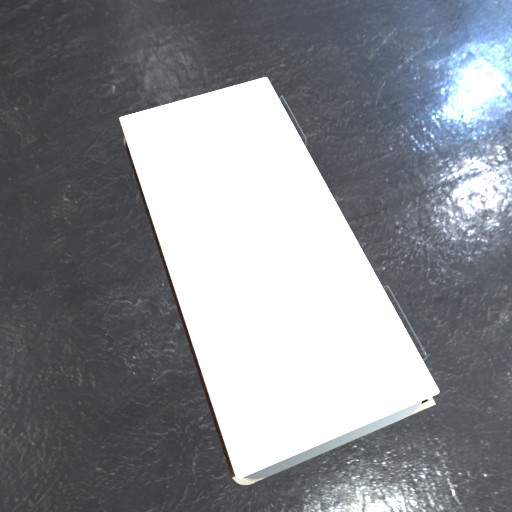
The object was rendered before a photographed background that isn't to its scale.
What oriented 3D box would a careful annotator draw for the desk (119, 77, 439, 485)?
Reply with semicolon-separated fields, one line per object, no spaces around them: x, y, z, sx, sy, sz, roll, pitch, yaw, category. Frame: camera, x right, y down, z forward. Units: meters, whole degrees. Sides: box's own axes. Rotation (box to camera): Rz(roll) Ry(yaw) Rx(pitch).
0.000;0.000;2.240;0.900;0.455;1.900;-19;65;-9;desk
